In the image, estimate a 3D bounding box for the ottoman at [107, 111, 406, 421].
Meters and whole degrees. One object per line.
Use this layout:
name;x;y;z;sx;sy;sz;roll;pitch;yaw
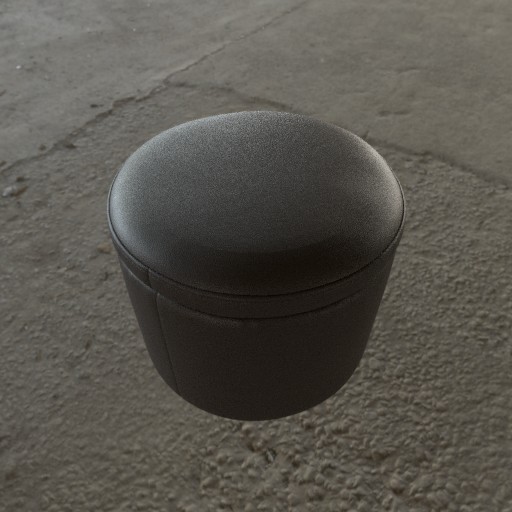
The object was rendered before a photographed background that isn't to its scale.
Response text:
ottoman;0.000;0.000;0.869;0.500;0.409;0.500;0;45;0
